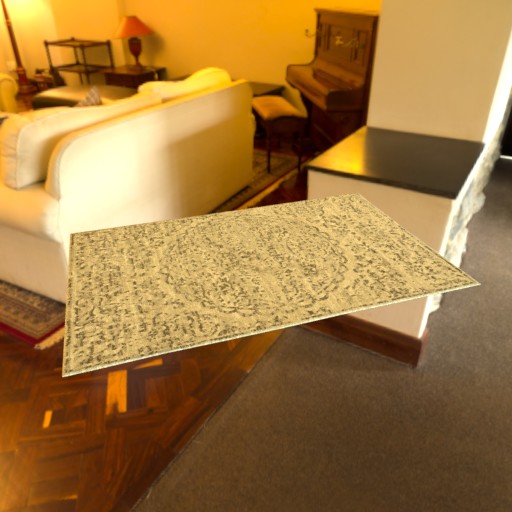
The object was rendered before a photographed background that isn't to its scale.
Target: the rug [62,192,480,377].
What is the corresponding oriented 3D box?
[{"bbox_3d":[0.000,0.000,3.053,2.447,0.021,1.527,-10,32,-16],"label":"rug"}]
